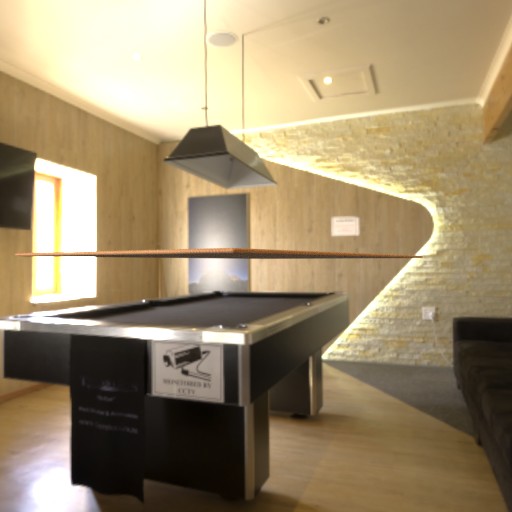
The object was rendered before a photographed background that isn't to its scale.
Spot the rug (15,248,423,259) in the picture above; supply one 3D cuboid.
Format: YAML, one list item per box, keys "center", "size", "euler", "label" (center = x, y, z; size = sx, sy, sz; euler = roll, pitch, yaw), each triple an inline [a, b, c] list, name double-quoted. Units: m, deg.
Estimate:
- center: [0.000, 0.000, 2.060]
  size: [1.078, 0.013, 1.678]
  euler: [-1, -1, 35]
  label: "rug"
